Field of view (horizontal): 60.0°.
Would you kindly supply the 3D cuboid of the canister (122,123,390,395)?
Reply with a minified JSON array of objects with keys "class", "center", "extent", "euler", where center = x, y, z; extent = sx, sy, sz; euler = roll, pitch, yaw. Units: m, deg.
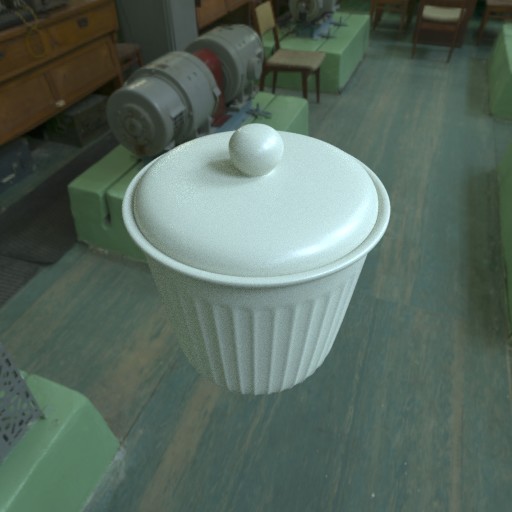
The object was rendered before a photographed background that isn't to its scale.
[{"class":"canister","center":[0.000,0.000,0.344],"extent":[0.181,0.211,0.181],"euler":[0,41,0]}]
